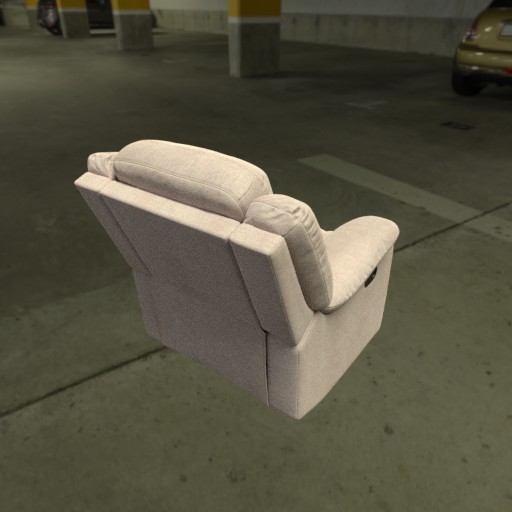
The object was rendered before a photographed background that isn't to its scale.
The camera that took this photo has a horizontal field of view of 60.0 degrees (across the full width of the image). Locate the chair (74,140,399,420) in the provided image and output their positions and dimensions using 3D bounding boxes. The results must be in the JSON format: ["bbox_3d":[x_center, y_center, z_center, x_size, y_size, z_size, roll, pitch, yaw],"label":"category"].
[{"bbox_3d":[0.000,0.000,1.746,0.899,1.008,0.944,21,36,32],"label":"chair"}]
